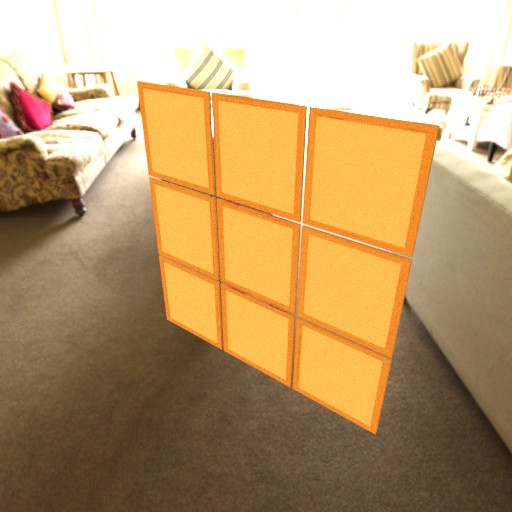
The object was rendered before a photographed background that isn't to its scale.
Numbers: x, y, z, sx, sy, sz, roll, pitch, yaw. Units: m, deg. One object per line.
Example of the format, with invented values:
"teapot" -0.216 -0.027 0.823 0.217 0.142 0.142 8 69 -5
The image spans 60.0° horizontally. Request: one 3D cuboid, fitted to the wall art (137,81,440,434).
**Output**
"wall art" 0.000 0.000 2.237 1.517 1.523 0.013 21 36 32
